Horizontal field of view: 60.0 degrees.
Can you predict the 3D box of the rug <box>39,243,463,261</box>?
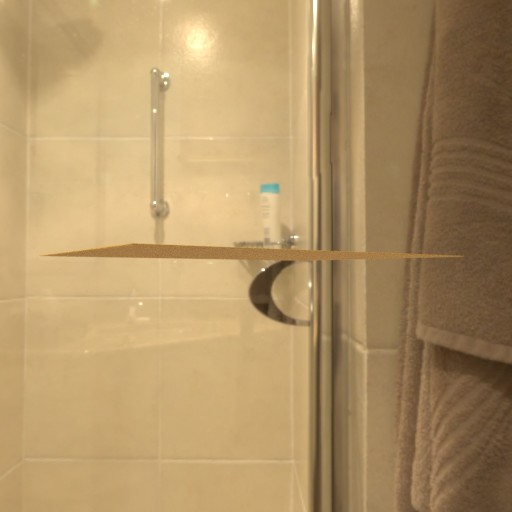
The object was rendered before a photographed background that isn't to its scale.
[{"bbox_3d":[0.000,0.000,3.664,2.895,0.006,1.981,1,-2,-37],"label":"rug"}]
